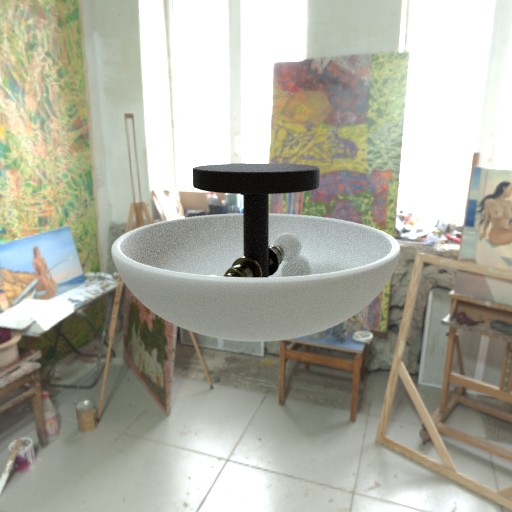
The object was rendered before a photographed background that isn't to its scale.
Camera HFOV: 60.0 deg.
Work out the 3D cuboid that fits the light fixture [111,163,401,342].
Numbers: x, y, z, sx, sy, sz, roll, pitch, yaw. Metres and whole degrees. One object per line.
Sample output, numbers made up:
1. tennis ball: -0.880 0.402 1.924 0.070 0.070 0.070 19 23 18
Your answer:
1. light fixture: 0.000 0.000 0.537 0.331 0.212 0.331 0 15 0
